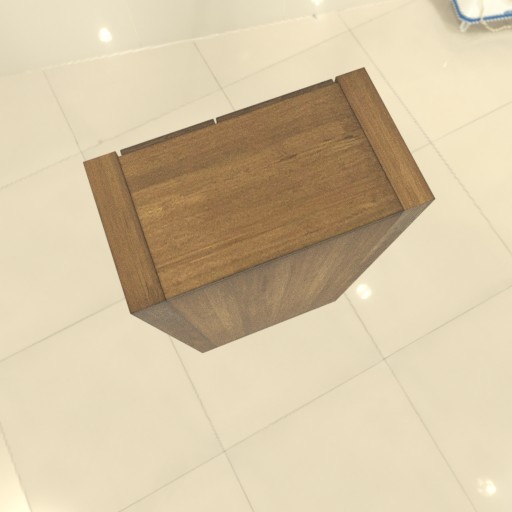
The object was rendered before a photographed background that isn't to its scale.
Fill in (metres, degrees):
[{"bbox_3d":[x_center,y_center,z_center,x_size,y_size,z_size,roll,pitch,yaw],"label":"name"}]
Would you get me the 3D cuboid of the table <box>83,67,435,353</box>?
[{"bbox_3d":[0.000,0.000,2.514,1.100,2.000,0.600,-21,75,-6],"label":"table"}]
